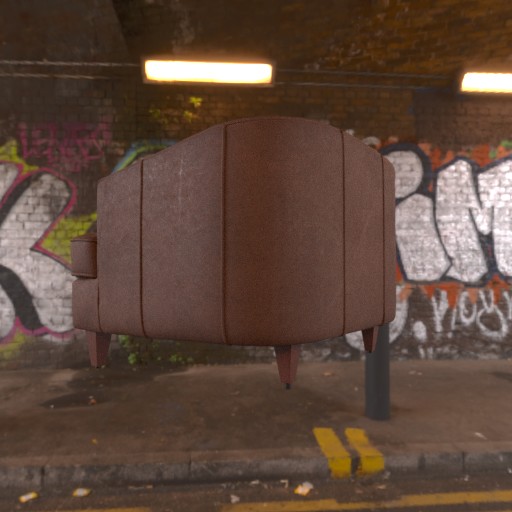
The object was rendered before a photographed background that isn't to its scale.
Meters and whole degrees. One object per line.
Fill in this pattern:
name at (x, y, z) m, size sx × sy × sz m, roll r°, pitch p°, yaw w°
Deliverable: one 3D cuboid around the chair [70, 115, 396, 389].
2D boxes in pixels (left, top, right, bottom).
chair at (0.000, 0.000, 1.752) m, size 0.914 × 0.787 × 1.118 m, roll -1°, pitch -1°, yaw 35°
